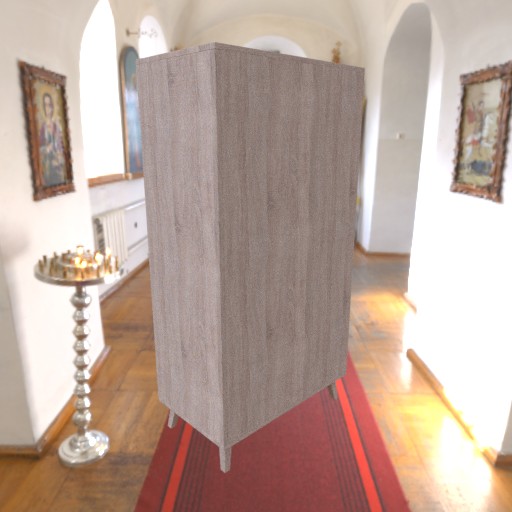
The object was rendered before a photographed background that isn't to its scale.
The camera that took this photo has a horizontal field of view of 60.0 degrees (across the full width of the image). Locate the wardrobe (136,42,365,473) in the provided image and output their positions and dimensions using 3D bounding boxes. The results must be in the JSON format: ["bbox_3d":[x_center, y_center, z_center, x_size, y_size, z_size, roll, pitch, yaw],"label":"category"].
[{"bbox_3d":[0.000,0.000,2.444,1.000,1.960,0.600,-15,21,-42],"label":"wardrobe"}]
